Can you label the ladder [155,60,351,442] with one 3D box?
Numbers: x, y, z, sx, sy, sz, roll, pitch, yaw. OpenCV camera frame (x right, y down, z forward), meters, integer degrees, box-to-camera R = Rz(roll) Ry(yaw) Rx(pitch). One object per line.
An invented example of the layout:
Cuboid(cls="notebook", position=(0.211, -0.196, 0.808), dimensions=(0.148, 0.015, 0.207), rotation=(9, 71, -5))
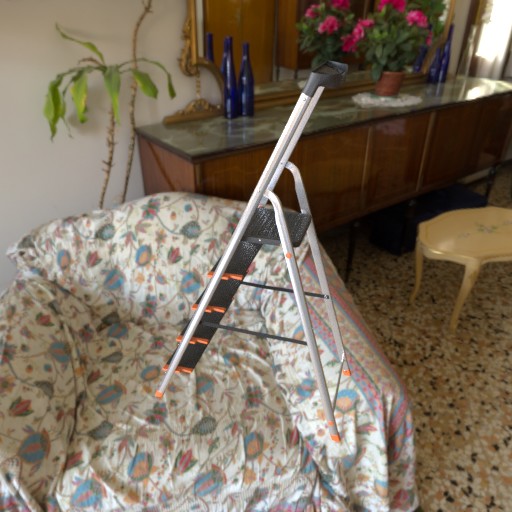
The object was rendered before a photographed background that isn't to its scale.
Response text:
Cuboid(cls="ladder", position=(0.000, 0.000, 2.049), dimensions=(0.995, 1.646, 0.480), rotation=(9, 31, 15))
